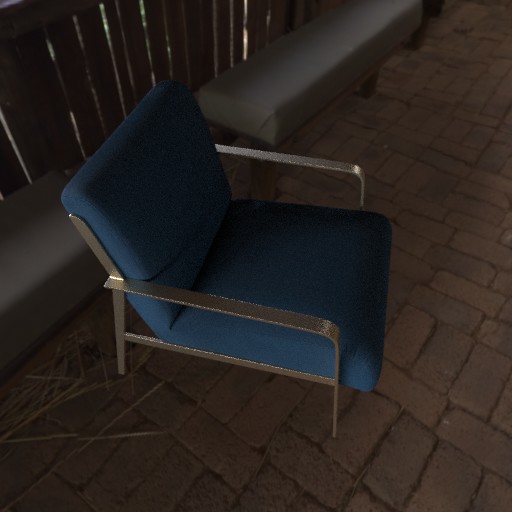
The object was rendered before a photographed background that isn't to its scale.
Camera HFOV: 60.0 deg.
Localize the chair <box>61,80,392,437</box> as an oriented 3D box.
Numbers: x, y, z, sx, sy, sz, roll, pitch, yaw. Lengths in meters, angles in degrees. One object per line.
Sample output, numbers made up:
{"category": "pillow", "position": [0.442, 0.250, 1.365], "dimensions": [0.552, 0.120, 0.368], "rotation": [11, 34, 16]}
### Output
{"category": "chair", "position": [0.000, 0.000, 1.427], "dimensions": [0.859, 0.831, 0.692], "rotation": [11, 48, 10]}
